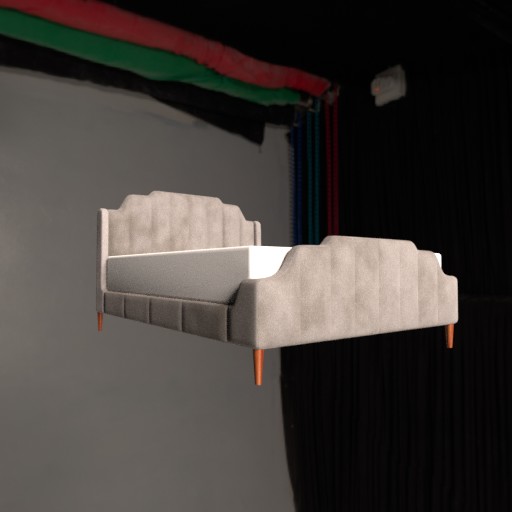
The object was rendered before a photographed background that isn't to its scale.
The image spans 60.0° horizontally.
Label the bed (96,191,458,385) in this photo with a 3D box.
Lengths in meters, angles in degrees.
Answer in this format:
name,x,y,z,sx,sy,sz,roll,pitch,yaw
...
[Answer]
name,x,y,z,sx,sy,sz,roll,pitch,yaw
bed,0.000,0.000,3.366,1.676,1.245,2.340,1,-2,-37
